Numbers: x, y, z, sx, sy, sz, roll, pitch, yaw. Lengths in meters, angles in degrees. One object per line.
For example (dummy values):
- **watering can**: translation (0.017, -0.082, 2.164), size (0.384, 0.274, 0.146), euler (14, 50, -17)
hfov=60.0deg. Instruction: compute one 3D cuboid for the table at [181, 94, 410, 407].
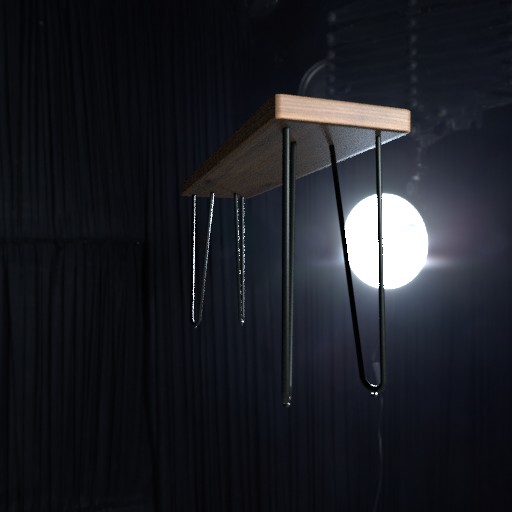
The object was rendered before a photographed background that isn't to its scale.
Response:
- **table**: translation (0.000, 0.000, 1.937), size (0.425, 0.834, 1.570), euler (0, 0, -18)
